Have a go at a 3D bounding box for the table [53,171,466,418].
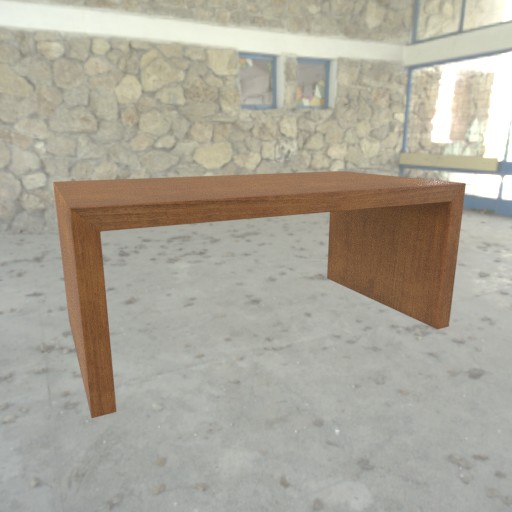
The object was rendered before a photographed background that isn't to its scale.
[{"bbox_3d":[0.000,0.000,1.276,1.000,0.419,0.549,-7,16,-26],"label":"table"}]
